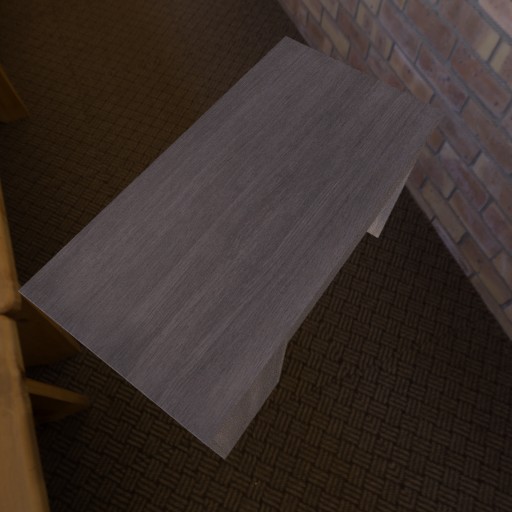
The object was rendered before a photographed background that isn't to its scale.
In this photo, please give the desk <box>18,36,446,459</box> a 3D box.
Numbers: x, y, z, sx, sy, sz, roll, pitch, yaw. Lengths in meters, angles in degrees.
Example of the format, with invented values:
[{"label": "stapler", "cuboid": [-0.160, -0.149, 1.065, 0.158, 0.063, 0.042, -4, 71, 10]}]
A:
[{"label": "desk", "cuboid": [0.000, 0.000, 1.477, 0.560, 0.735, 1.097, 33, 67, 16]}]
